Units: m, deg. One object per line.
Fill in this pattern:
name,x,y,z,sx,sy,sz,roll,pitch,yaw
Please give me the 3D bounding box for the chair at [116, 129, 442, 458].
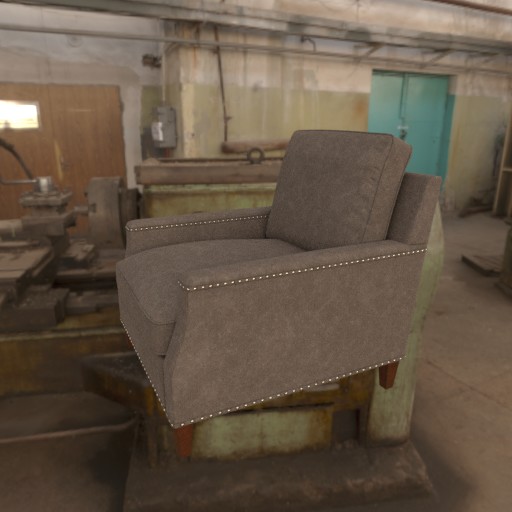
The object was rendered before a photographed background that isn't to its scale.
chair,0.000,0.000,1.746,1.014,0.948,0.853,-8,19,-25
